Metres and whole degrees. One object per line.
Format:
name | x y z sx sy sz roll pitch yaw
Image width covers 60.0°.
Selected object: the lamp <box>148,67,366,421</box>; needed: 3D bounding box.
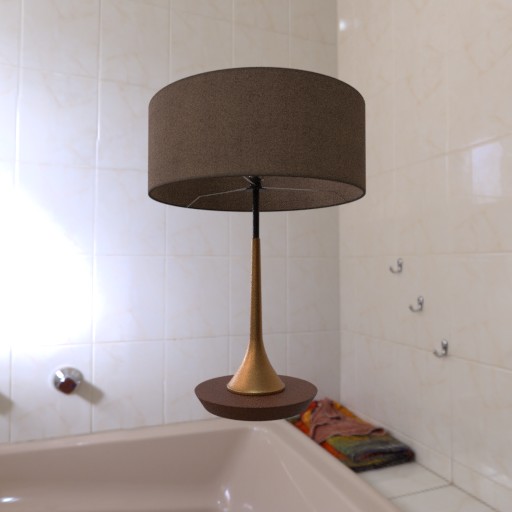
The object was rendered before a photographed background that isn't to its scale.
lamp | 0.000 0.000 0.833 0.396 0.551 0.417 1 -2 -19
